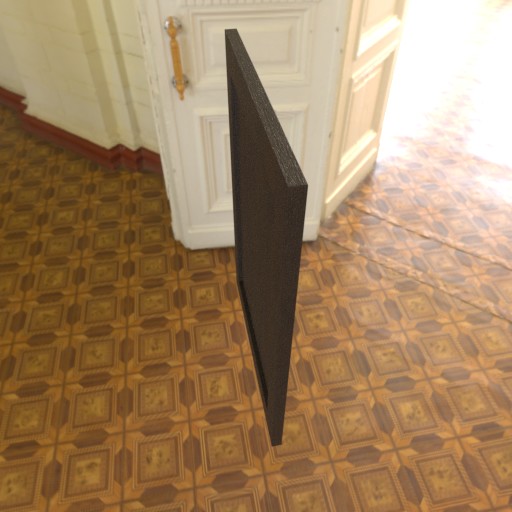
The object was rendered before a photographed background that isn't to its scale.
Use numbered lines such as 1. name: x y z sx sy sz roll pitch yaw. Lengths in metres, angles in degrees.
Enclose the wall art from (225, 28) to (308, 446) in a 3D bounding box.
1. wall art: 0.000 0.000 0.655 0.017 0.513 0.359 -8 46 -8
